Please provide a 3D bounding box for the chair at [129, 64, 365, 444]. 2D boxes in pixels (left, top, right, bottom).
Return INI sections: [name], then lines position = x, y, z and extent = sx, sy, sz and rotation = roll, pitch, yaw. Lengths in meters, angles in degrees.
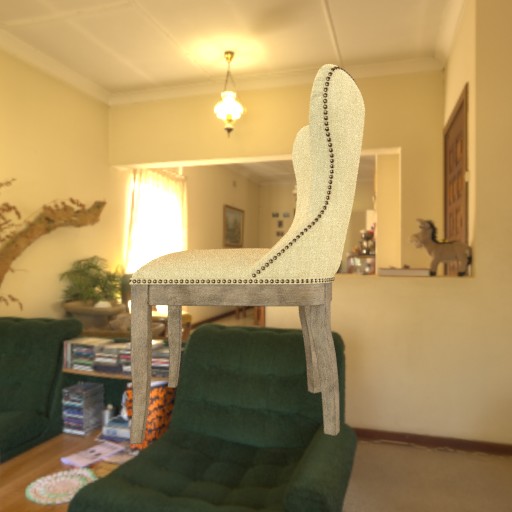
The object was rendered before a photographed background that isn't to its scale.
[chair]
position = 0.000, 0.000, 1.446
extent = 0.681, 1.002, 0.654
rotation = 0, 0, 0
